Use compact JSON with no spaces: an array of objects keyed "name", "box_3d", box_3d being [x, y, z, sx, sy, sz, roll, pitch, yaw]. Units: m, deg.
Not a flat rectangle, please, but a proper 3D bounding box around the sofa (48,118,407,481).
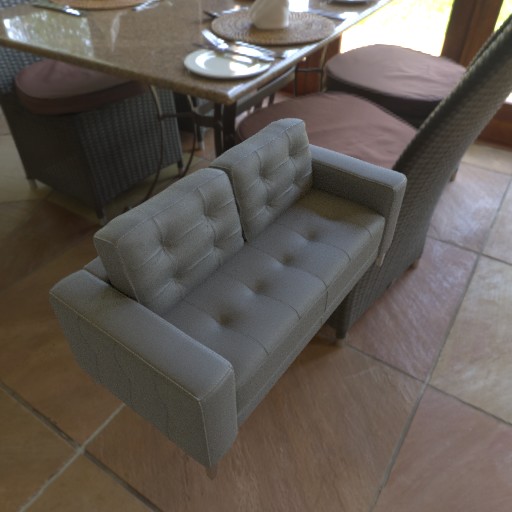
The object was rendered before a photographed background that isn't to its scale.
[{"name":"sofa","box_3d":[0.000,0.000,2.193,0.833,0.893,1.726,26,47,27]}]
